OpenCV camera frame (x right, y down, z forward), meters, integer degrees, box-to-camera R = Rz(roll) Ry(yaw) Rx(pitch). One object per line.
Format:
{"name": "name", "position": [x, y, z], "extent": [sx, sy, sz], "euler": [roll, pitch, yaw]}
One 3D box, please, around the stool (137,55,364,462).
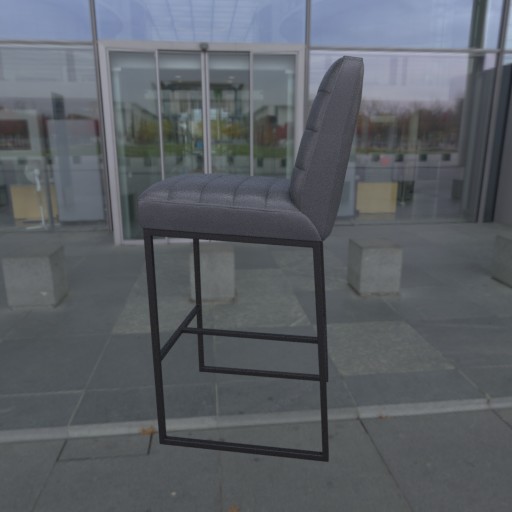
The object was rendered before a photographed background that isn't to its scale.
{"name": "stool", "position": [0.000, 0.000, 1.330], "extent": [0.552, 1.040, 0.457], "euler": [2, 15, 8]}
